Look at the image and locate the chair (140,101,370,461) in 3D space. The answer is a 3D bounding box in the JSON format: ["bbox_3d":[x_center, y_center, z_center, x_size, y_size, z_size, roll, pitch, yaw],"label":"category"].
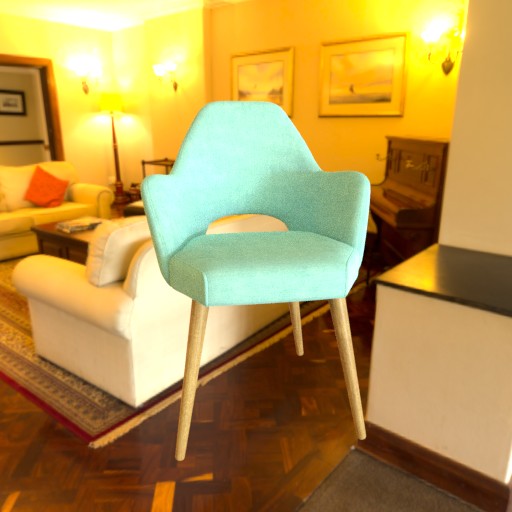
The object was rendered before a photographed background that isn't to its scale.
[{"bbox_3d":[0.000,0.000,1.236,0.590,0.840,0.610,-3,17,-9],"label":"chair"}]
